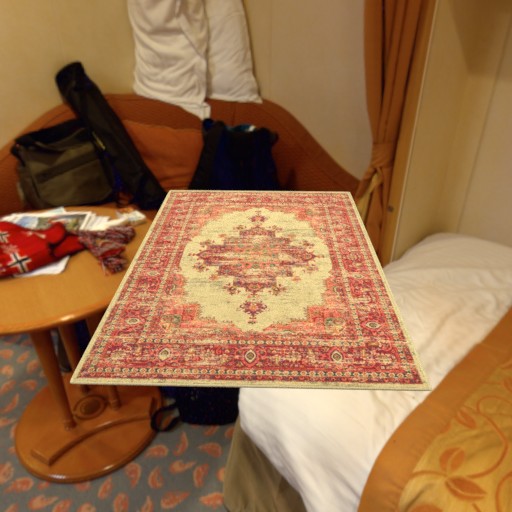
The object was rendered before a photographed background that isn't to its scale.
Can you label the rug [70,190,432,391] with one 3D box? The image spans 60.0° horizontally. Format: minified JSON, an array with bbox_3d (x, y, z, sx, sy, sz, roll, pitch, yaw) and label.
[{"bbox_3d":[0.000,0.000,3.680,2.005,0.014,2.878,1,30,1],"label":"rug"}]
